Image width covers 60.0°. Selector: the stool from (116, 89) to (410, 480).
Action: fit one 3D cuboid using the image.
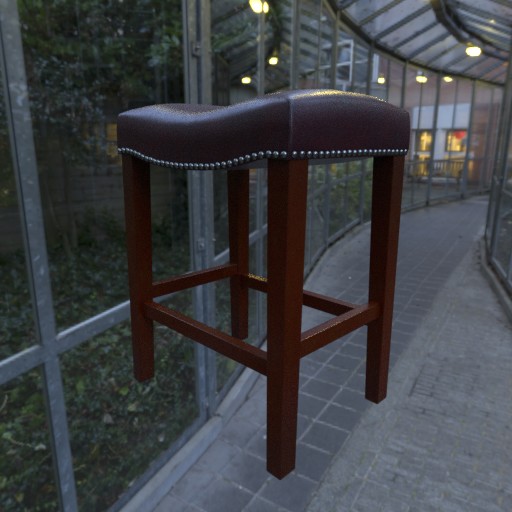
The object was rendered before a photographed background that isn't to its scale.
[{"bbox_3d":[0.000,0.000,0.981,0.504,0.657,0.372,14,20,43],"label":"stool"}]
